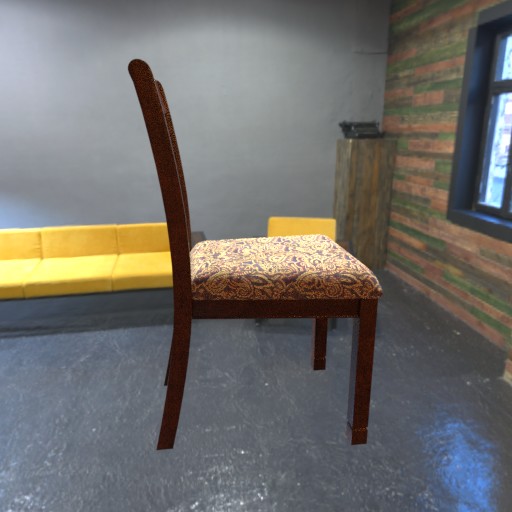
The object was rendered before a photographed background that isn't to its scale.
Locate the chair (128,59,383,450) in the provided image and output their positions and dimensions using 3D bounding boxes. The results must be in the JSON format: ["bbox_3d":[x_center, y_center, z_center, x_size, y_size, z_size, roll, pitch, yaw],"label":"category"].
[{"bbox_3d":[0.000,0.000,1.256,0.584,0.965,0.457,-2,16,-7],"label":"chair"}]
